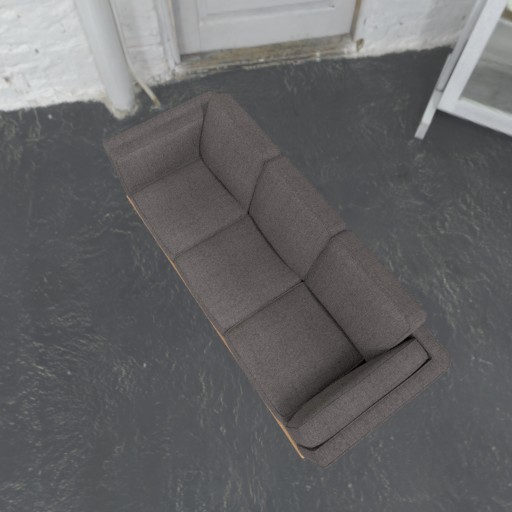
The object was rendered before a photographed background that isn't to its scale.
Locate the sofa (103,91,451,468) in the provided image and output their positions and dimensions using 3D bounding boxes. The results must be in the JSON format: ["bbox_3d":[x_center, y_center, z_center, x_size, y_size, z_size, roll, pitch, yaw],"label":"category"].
[{"bbox_3d":[0.000,0.000,2.788,0.903,0.899,2.362,-32,68,-15],"label":"sofa"}]
